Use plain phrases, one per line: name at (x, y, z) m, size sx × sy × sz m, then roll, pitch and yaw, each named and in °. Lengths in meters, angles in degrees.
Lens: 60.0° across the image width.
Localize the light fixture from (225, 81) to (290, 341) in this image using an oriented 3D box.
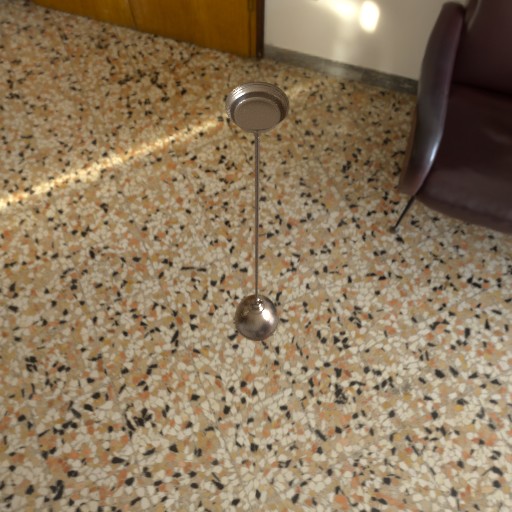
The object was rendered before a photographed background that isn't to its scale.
light fixture at (0.000, 0.000, 1.504) m, size 0.217 × 1.367 × 0.211 m, roll -14°, pitch 65°, yaw -7°
